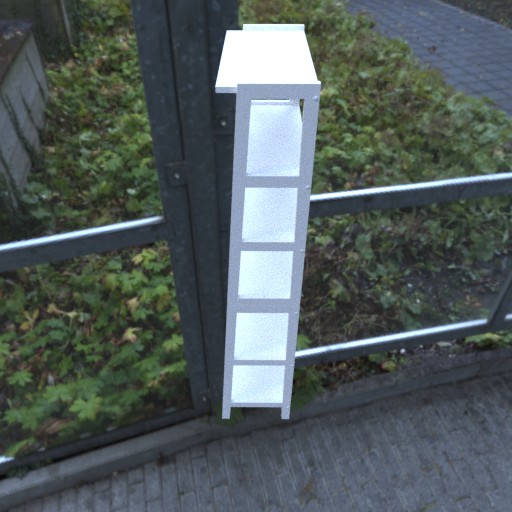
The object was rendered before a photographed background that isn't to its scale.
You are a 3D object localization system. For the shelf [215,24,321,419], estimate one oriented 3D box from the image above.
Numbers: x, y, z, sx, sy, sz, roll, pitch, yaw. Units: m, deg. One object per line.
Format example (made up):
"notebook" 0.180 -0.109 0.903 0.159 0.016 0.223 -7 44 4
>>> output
"shelf" 0.000 0.000 2.150 0.381 1.892 0.660 0 41 0
